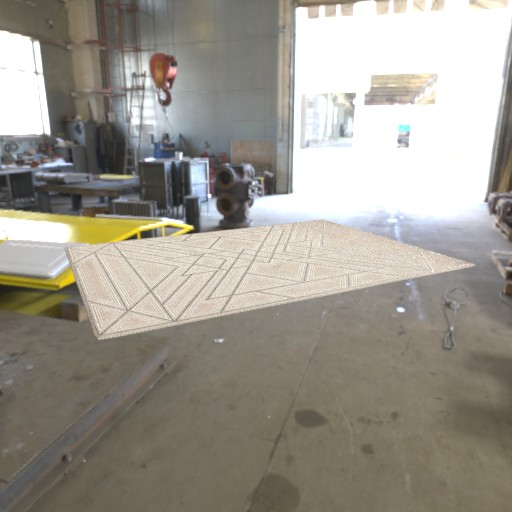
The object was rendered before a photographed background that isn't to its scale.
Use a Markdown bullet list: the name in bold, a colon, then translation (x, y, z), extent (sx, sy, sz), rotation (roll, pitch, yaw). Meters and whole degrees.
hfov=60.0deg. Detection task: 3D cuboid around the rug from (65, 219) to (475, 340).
- **rug**: translation (0.000, 0.000, 4.443), extent (3.381, 0.026, 2.436), rotation (-8, 18, -26)
